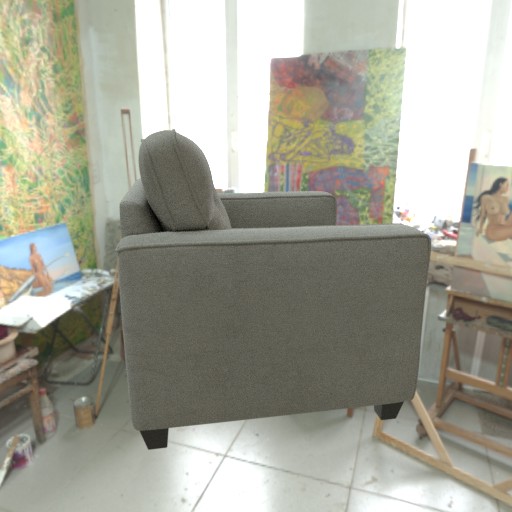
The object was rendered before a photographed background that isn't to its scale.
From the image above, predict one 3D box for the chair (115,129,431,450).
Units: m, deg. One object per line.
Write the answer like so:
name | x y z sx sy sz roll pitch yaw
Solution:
chair | 0.000 0.000 1.755 0.939 0.965 1.015 -3 16 -10
